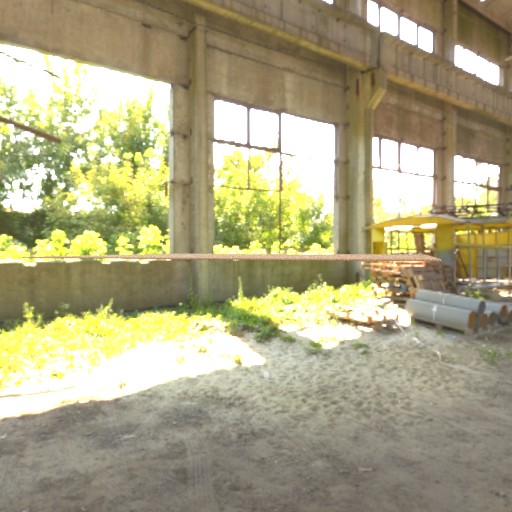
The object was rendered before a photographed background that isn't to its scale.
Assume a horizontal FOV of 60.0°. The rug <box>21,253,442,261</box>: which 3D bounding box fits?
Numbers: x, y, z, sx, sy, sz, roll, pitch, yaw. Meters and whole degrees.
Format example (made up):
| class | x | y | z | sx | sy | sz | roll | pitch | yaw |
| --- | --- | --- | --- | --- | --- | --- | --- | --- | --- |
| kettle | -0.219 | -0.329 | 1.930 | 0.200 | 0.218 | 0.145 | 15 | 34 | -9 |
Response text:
| class | x | y | z | sx | sy | sz | roll | pitch | yaw |
| --- | --- | --- | --- | --- | --- | --- | --- | --- | --- |
| rug | 0.000 | 0.000 | 4.097 | 3.048 | 0.013 | 2.439 | 0 | 1 | 19 |
